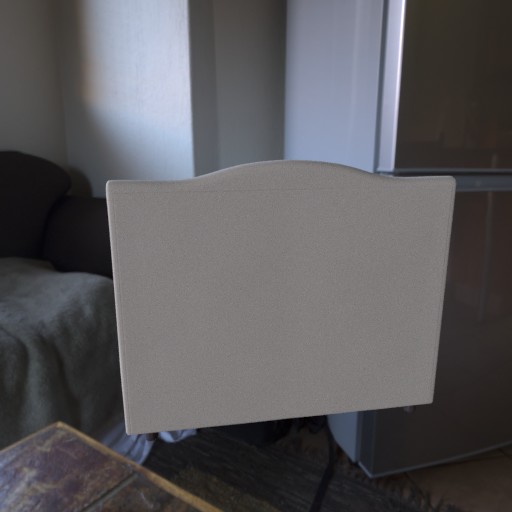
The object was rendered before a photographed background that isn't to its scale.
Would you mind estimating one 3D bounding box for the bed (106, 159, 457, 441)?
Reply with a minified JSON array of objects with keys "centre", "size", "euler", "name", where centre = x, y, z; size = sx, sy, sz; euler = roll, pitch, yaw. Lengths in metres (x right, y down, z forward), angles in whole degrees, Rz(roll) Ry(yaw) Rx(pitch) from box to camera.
[{"centre":[0.000,0.000,3.156],"size":[1.678,1.398,2.052],"euler":[-2,14,-10],"name":"bed"}]
